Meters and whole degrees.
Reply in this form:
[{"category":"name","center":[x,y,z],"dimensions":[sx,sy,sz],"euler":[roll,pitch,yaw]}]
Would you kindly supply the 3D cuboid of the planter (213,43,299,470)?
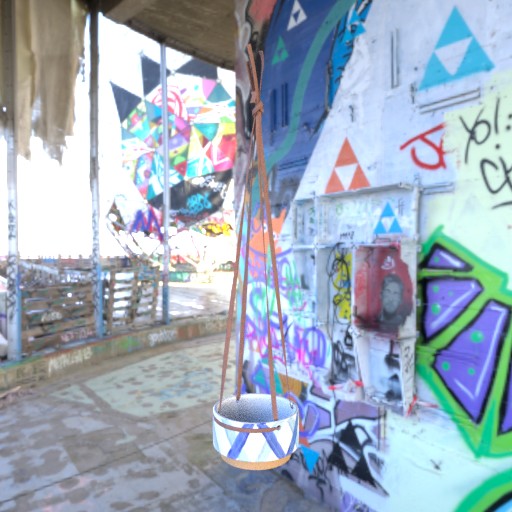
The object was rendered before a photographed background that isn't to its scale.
[{"category":"planter","center":[0.000,0.000,0.840],"dimensions":[0.166,0.751,0.166],"euler":[-1,1,-36]}]
